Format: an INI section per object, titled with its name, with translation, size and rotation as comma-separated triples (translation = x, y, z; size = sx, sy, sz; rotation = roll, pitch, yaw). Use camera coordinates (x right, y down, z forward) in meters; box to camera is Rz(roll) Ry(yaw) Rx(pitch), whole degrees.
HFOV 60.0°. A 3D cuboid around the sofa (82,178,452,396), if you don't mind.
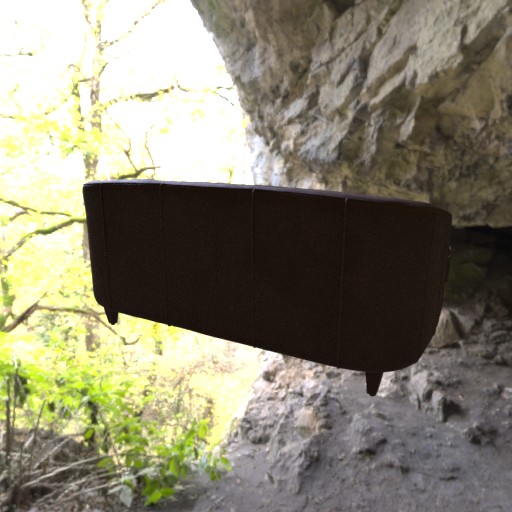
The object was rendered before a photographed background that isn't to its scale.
[sofa]
translation = 0.000, 0.000, 2.262
size = 1.767, 0.799, 0.917
rotation = 8, 16, 28
